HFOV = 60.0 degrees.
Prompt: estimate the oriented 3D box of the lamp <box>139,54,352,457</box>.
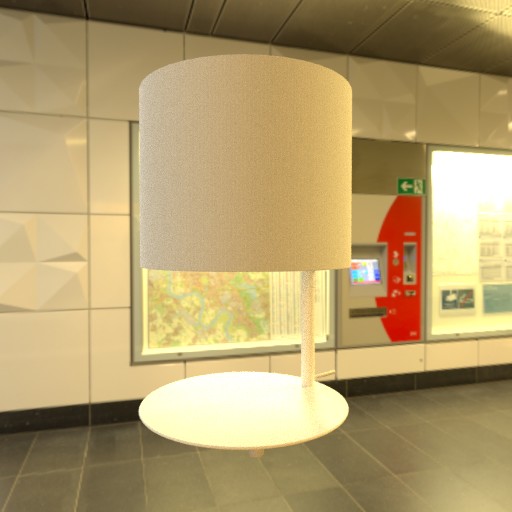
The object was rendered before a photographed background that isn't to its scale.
[{"bbox_3d":[0.000,0.000,0.655,0.341,0.454,0.299,-1,2,-36],"label":"lamp"}]
